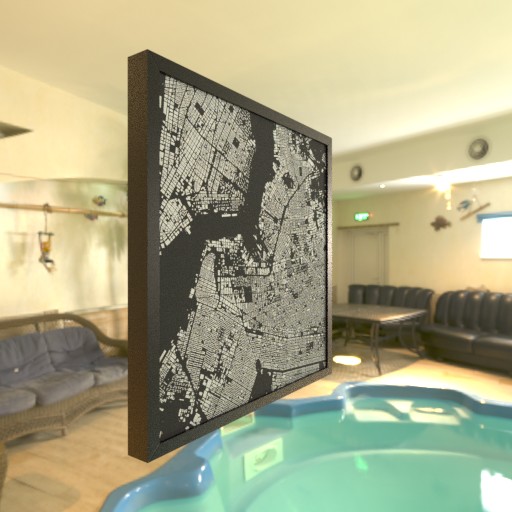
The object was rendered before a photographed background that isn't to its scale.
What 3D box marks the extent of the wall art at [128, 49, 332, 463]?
[{"bbox_3d":[0.000,0.000,0.758,0.038,0.506,0.506,0,0,36],"label":"wall art"}]
